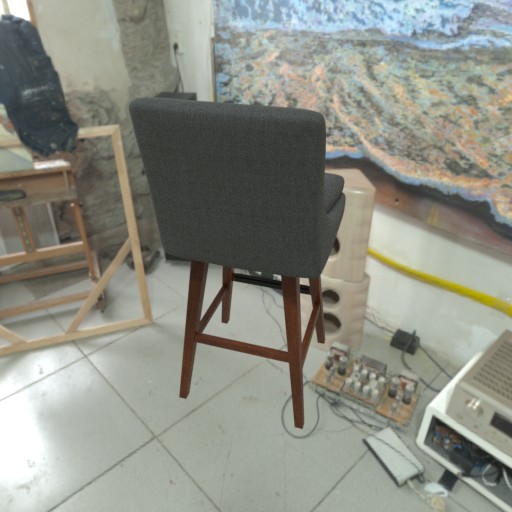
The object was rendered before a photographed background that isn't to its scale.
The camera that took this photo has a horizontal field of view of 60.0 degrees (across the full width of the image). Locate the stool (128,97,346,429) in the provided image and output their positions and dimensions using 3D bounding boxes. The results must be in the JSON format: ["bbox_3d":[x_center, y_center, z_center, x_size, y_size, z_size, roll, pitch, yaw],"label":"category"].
[{"bbox_3d":[0.000,0.000,1.300,0.447,0.977,0.524,9,33,14],"label":"stool"}]
